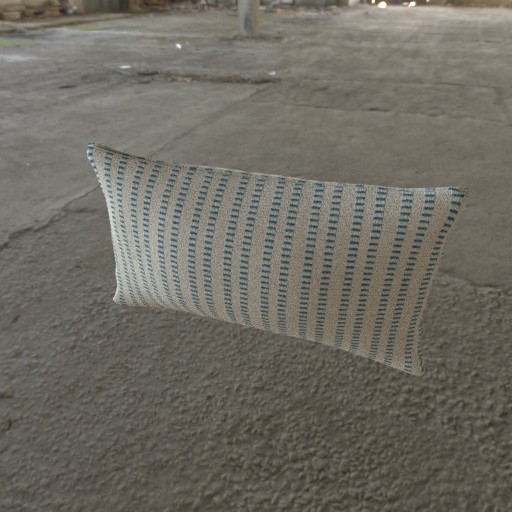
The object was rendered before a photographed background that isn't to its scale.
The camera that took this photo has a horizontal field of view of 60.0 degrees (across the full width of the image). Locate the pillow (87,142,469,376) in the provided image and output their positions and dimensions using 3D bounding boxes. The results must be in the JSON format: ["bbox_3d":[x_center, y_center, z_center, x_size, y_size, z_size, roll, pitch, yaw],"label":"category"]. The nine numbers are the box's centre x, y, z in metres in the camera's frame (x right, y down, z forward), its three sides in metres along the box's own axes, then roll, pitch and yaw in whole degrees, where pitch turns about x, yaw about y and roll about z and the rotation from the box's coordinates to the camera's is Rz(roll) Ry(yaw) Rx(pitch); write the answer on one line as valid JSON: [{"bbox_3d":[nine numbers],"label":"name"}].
[{"bbox_3d":[0.000,0.000,0.794,0.640,0.353,0.210,10,33,16],"label":"pillow"}]
